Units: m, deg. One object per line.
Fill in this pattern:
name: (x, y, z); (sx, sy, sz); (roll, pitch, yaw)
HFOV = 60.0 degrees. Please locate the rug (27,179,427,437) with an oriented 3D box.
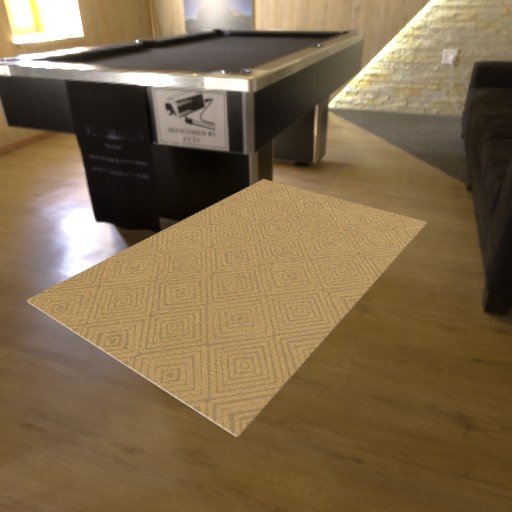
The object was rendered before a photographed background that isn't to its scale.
rug: (0.000, 0.000, 2.207); (1.143, 0.008, 1.753); (20, 36, 30)
